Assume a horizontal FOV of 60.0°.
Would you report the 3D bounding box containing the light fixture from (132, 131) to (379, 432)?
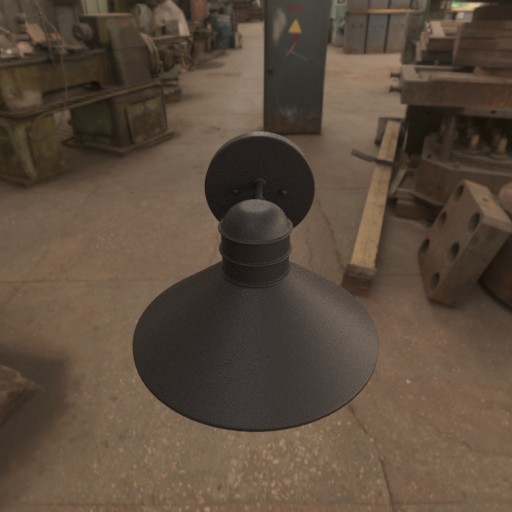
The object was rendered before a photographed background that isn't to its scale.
[{"bbox_3d":[0.000,0.000,0.683,0.396,0.265,0.434,1,31,2],"label":"light fixture"}]
